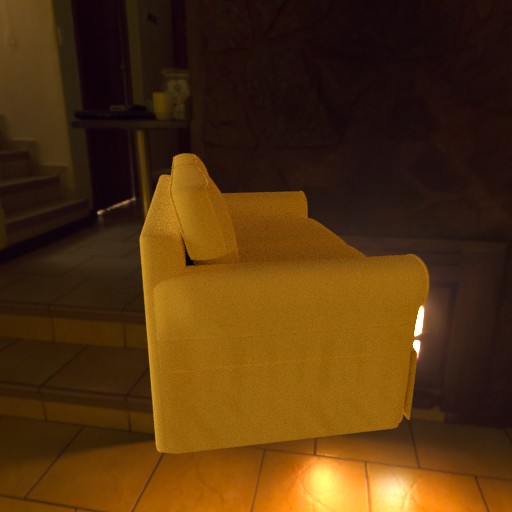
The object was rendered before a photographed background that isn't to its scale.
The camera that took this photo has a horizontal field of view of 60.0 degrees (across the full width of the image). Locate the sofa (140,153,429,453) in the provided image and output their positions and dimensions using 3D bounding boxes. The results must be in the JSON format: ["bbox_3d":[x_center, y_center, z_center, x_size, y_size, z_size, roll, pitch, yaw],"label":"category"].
[{"bbox_3d":[0.000,0.000,2.273,0.991,0.940,1.727,-3,17,-9],"label":"sofa"}]
